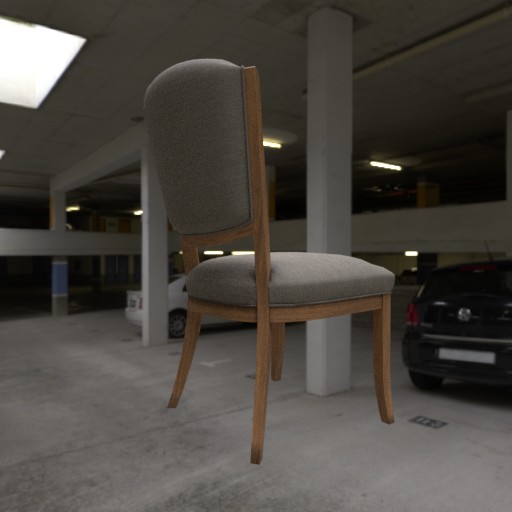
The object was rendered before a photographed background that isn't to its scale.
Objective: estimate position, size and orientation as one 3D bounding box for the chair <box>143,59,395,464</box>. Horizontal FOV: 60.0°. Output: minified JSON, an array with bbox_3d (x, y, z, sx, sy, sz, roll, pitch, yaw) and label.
[{"bbox_3d":[0.000,0.000,1.241,0.584,0.905,0.513,-1,1,-36],"label":"chair"}]
